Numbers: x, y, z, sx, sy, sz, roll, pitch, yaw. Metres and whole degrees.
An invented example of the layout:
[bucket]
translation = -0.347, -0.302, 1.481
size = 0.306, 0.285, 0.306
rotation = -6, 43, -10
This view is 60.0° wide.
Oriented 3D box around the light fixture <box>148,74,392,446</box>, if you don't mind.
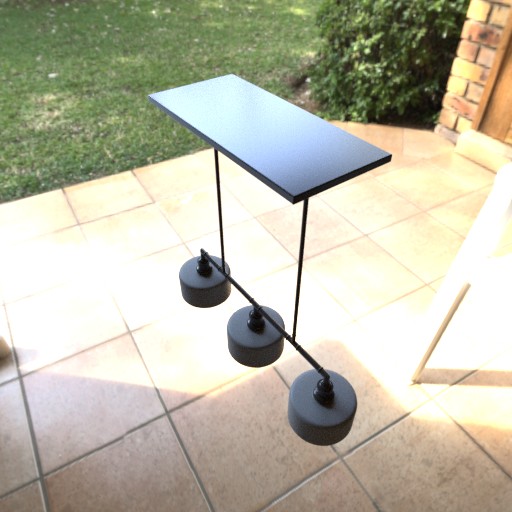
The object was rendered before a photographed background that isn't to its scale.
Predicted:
[light fixture]
translation = 0.000, 0.000, 0.871
size = 0.177, 0.557, 0.582
rotation = -26, 47, -26
